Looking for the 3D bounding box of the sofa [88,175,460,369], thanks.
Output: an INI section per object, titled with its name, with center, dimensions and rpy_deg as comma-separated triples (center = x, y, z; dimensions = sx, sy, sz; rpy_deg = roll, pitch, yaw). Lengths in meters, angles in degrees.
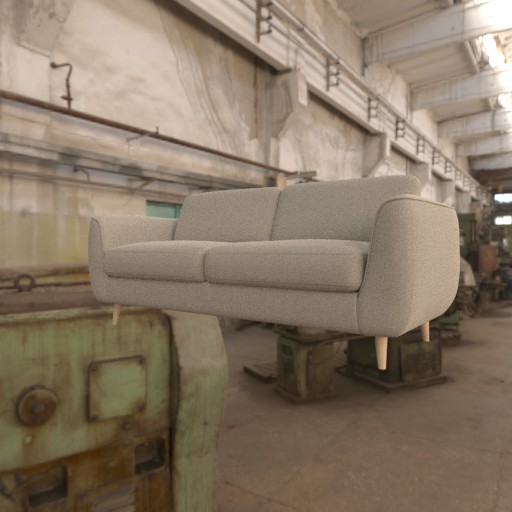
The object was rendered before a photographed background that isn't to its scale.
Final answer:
[sofa]
center = 0.000, 0.000, 2.478
dimensions = 2.000, 0.850, 0.920
rpy_deg = 1, 2, 36
